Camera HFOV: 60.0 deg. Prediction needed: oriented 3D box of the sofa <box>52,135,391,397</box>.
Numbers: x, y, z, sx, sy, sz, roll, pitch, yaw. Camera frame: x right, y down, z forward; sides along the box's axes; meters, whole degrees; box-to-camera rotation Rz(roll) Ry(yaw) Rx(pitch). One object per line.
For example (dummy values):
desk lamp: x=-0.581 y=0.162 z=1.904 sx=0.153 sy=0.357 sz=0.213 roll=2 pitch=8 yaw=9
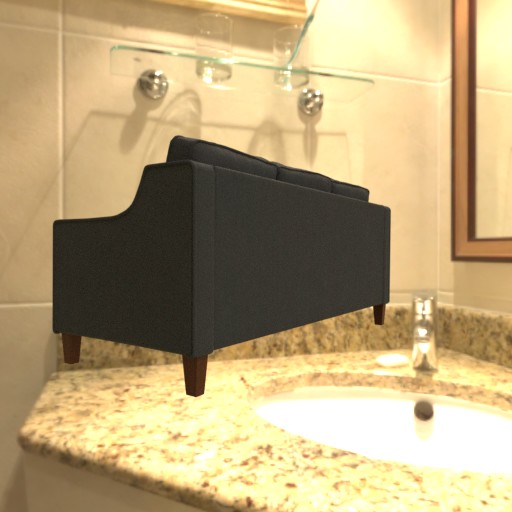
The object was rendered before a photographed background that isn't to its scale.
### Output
sofa: x=0.000 y=0.000 z=2.575 sx=0.911 sy=0.974 sz=1.986 roll=1 pitch=1 yaw=36
